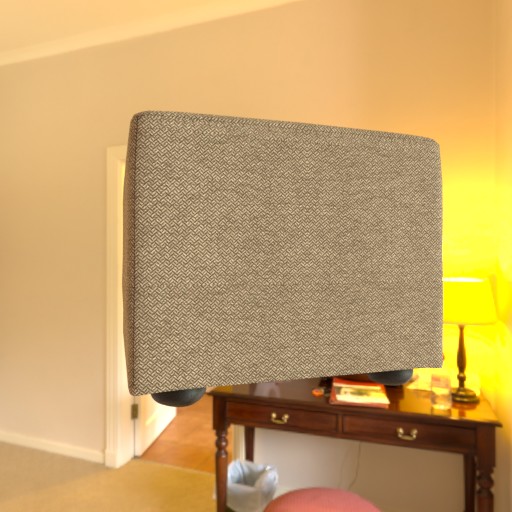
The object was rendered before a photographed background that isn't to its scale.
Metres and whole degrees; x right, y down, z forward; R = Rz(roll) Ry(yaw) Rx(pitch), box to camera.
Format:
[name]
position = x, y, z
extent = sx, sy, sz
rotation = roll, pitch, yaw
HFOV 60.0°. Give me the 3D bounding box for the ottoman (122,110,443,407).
[ottoman]
position = 0.000, 0.000, 0.906
extent = 0.519, 0.453, 0.512
rotation = 0, 0, -18
